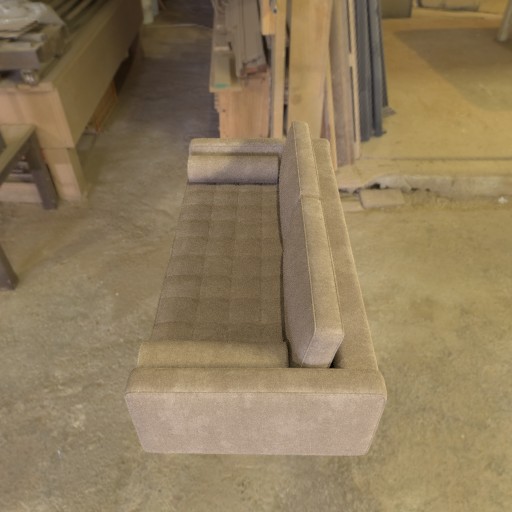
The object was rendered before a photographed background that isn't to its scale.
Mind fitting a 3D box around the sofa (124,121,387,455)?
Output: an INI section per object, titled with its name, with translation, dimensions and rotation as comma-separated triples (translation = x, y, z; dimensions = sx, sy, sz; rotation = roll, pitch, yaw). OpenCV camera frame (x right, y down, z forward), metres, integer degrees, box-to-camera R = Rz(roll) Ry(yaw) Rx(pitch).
[sofa]
translation = 0.000, 0.000, 2.286
dimensions = 0.920, 0.769, 1.883
rotation = 1, 42, 1
